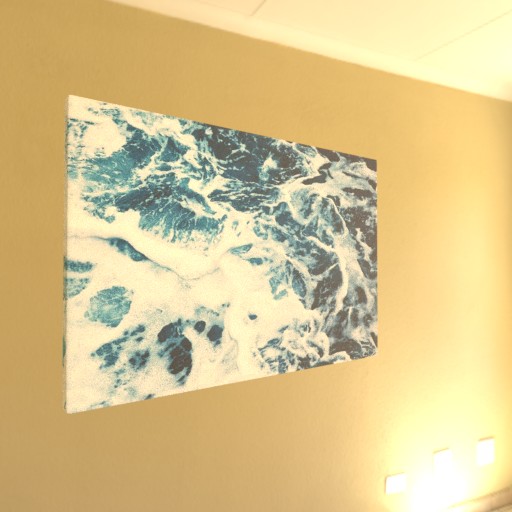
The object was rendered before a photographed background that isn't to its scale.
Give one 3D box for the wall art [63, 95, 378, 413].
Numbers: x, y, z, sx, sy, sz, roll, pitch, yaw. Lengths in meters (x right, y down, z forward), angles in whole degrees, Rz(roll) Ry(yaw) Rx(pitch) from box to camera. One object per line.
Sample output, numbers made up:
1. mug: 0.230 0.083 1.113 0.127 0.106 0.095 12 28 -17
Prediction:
1. wall art: 0.000 0.000 1.876 1.524 1.017 0.055 1 -1 -36
